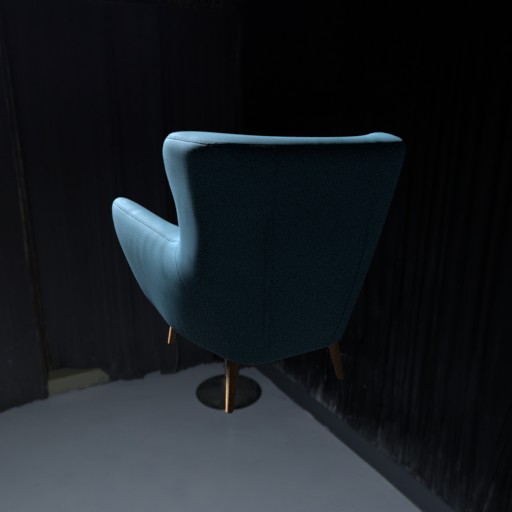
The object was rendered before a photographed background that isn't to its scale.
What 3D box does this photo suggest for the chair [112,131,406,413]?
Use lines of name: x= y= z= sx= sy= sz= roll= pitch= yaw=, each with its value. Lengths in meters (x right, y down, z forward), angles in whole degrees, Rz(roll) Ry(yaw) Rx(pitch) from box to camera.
chair: x=0.000 y=0.000 z=1.661 sx=0.890 sy=0.889 sz=0.889 roll=-8 pitch=17 yaw=-27
